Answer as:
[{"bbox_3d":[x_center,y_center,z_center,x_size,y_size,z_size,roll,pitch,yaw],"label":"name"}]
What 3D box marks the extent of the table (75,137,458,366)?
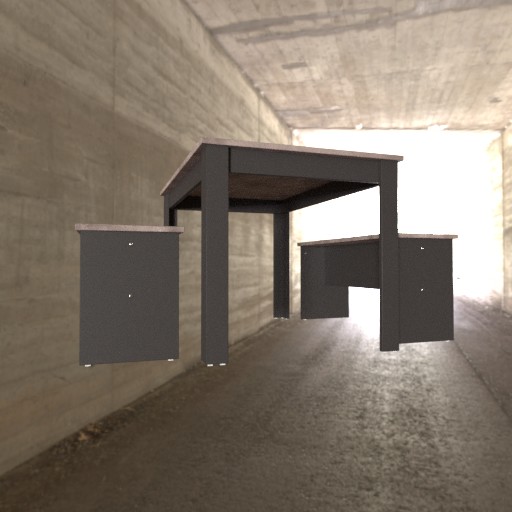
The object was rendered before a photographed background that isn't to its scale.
[{"bbox_3d":[0.000,0.000,1.974,1.443,0.700,1.100,0,-1,-19],"label":"table"}]
